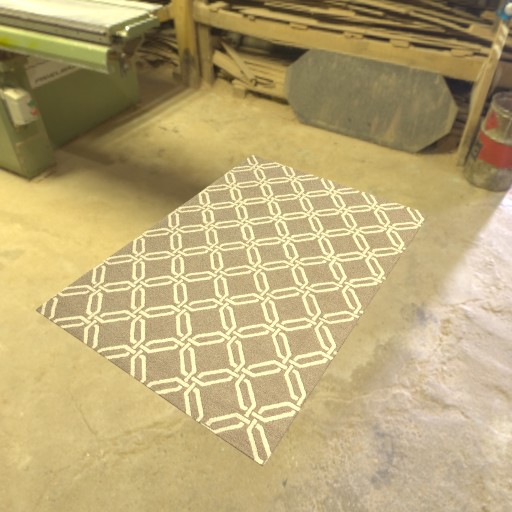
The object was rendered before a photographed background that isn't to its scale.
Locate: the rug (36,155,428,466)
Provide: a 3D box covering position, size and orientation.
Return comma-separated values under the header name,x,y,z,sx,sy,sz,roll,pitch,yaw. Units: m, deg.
name,x,y,z,sx,sy,sz,roll,pitch,yaw
rug,0.000,0.000,4.492,2.441,0.020,3.419,24,47,25
